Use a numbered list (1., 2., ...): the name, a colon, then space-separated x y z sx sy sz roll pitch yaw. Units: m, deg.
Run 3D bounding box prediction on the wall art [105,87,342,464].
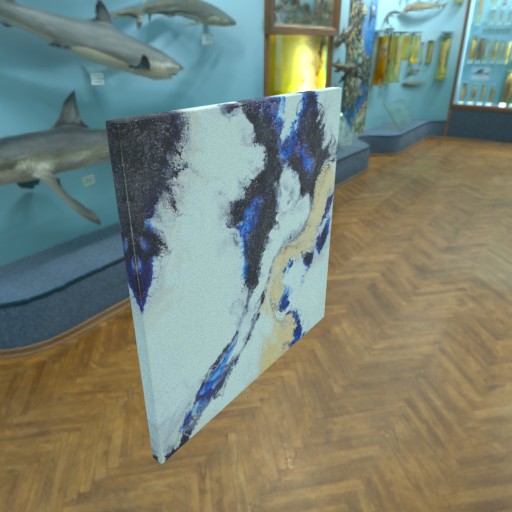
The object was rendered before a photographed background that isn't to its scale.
1. wall art: 0.000 0.000 1.321 0.038 0.885 0.887 18 31 33
